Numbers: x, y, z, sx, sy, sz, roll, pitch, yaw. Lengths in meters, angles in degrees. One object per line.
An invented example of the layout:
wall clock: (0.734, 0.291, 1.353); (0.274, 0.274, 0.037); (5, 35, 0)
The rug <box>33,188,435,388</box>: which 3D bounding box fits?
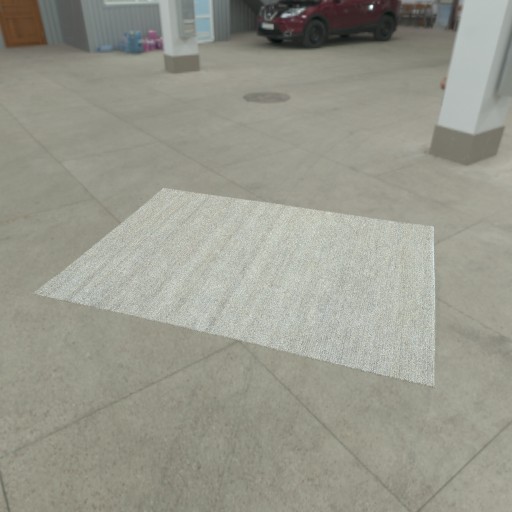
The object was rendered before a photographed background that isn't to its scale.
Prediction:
rug: (0.000, 0.000, 2.960); (2.264, 0.030, 1.624); (10, 34, 16)
